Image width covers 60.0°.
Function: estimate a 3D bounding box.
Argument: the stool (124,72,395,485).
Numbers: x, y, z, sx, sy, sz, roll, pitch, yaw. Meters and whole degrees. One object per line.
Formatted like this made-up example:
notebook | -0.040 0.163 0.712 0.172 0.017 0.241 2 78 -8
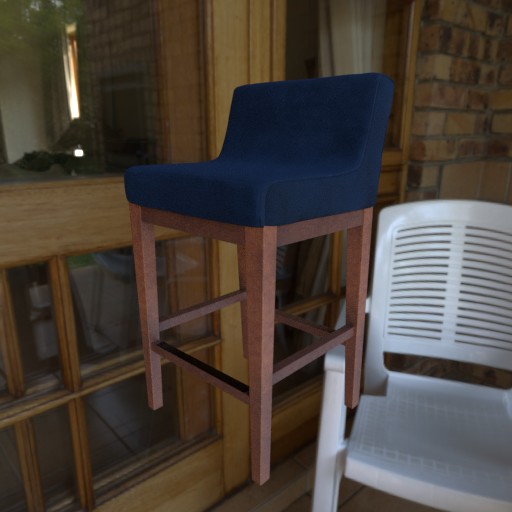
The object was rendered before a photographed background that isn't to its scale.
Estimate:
stool | 0.000 0.000 1.228 0.511 0.945 0.516 14 21 41
